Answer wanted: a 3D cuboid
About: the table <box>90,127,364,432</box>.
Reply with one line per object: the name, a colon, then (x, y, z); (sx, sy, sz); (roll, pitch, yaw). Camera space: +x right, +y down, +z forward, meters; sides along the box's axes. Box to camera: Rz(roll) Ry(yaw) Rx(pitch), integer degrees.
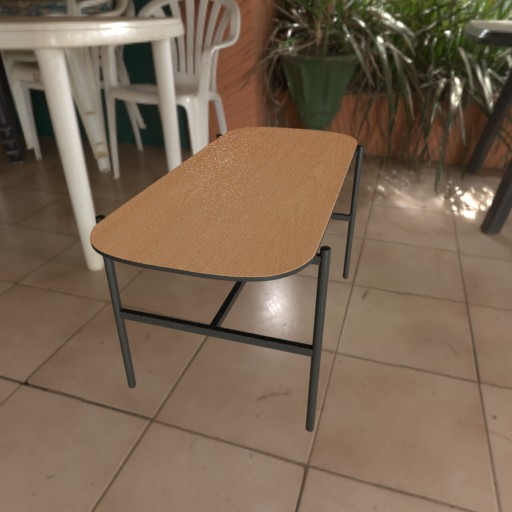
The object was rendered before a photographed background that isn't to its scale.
table: (0.000, 0.000, 1.033); (0.400, 0.400, 0.800); (9, 31, 15)
